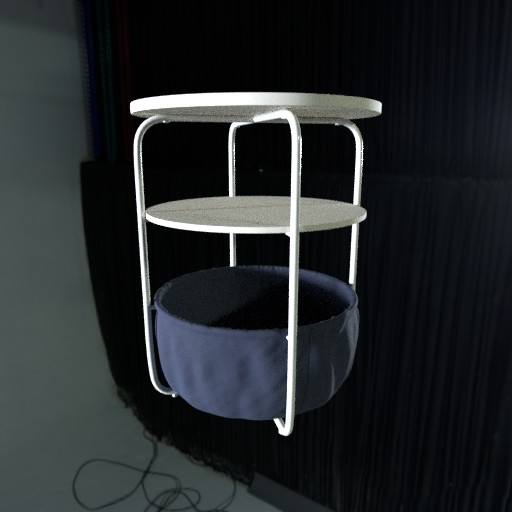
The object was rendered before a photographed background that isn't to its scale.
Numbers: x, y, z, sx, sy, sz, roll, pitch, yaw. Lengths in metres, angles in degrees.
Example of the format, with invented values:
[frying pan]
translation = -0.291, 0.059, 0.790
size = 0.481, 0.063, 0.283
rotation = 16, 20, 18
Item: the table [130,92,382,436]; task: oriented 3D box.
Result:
[table]
translation = 0.000, 0.000, 0.830
size = 0.418, 0.532, 0.418
rotation = 8, 16, 29
